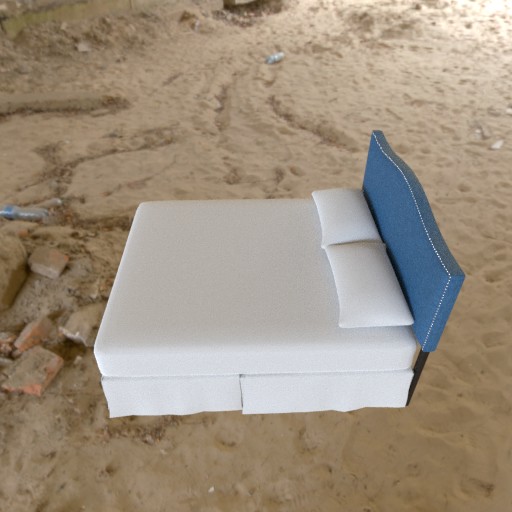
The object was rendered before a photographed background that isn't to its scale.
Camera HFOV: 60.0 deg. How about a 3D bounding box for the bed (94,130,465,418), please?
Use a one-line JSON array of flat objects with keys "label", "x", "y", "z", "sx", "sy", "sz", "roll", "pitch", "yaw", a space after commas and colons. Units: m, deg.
[{"label": "bed", "x": 0.000, "y": 0.000, "z": 2.929, "sx": 1.872, "sy": 1.169, "sz": 1.610, "roll": -1, "pitch": 40, "yaw": -1}]
